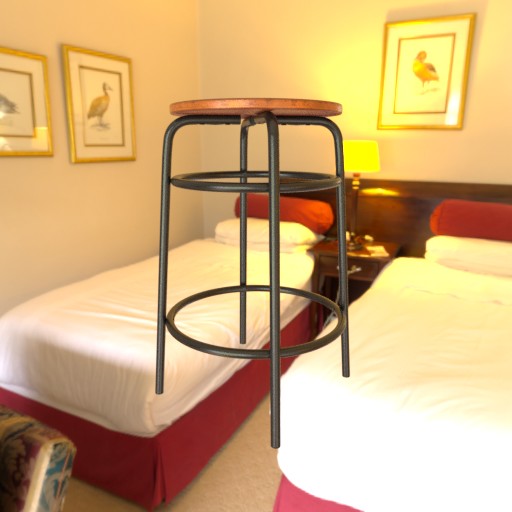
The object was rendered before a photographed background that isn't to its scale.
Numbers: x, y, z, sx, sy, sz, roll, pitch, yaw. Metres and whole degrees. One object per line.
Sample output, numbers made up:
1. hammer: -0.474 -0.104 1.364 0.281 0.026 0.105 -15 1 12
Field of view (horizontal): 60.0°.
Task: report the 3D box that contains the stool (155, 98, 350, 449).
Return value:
1. stool: 0.000 0.000 0.948 0.455 0.610 0.455 -2 15 -9
